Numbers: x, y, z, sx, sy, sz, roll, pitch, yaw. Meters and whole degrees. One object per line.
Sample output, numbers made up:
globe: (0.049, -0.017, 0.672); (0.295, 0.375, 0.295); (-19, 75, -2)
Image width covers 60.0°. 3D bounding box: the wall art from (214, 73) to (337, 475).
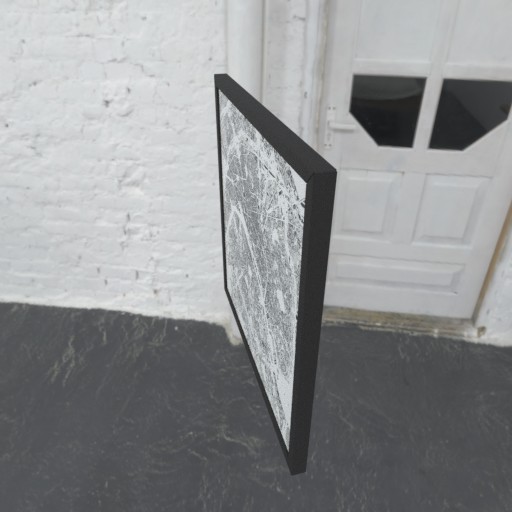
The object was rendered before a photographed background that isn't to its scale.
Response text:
wall art: (0.000, 0.000, 1.158); (0.037, 0.763, 0.763); (-8, 34, -13)
